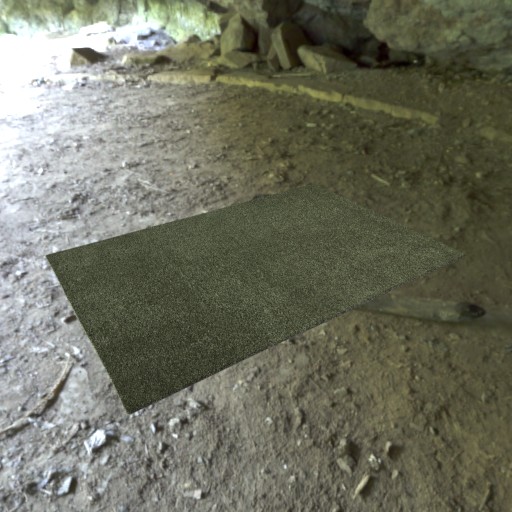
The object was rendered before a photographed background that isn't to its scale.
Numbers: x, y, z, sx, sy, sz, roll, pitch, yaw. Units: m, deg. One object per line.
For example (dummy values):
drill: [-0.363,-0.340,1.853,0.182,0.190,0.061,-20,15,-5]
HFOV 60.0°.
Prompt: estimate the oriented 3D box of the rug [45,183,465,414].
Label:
rug: [0.000,0.000,3.417,2.699,0.026,1.802,-19,35,-29]
